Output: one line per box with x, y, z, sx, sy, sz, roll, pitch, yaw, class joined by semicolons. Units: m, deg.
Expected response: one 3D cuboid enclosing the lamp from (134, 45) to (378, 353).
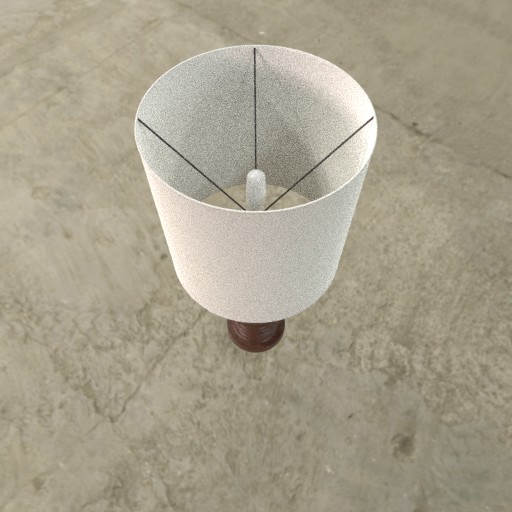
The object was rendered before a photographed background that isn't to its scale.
0.000;0.000;0.577;0.208;0.455;0.208;-18;60;-11;lamp
